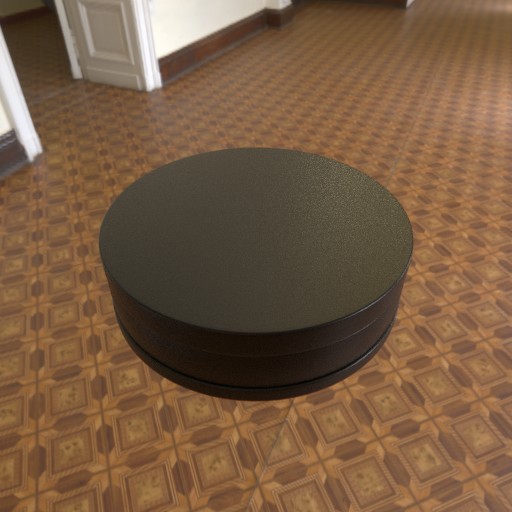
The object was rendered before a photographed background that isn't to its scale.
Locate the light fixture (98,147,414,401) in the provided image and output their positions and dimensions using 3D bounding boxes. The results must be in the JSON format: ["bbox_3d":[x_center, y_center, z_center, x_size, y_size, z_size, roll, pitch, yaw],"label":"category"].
[{"bbox_3d":[0.000,0.000,0.438,0.283,0.097,0.283,0,40,0],"label":"light fixture"}]
